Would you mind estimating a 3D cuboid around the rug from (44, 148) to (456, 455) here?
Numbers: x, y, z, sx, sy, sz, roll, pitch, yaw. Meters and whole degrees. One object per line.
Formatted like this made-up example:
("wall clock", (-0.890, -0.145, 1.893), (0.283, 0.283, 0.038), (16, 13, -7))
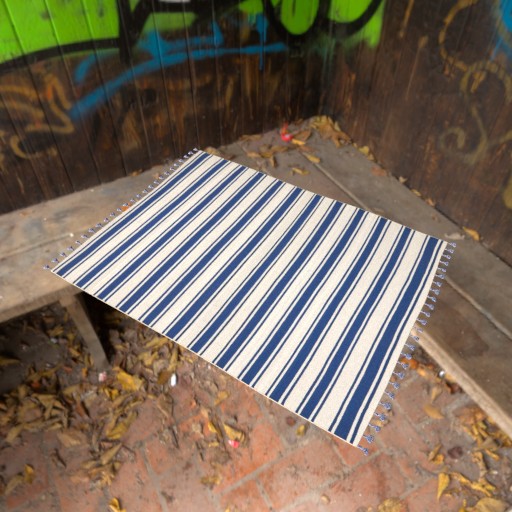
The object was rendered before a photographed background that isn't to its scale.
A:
("rug", (0.000, 0.000, 4.455), (3.416, 0.016, 2.471), (24, 51, 21))
